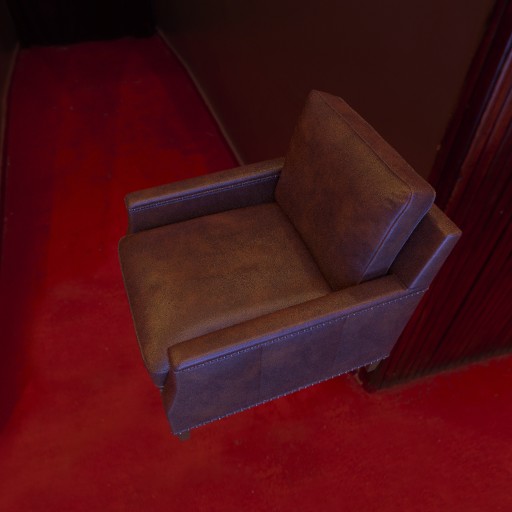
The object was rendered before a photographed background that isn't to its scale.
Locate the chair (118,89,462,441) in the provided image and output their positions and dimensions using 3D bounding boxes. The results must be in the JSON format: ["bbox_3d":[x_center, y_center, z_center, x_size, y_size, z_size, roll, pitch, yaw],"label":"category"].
[{"bbox_3d":[0.000,0.000,1.713,1.014,0.929,0.853,-16,49,-14],"label":"chair"}]
